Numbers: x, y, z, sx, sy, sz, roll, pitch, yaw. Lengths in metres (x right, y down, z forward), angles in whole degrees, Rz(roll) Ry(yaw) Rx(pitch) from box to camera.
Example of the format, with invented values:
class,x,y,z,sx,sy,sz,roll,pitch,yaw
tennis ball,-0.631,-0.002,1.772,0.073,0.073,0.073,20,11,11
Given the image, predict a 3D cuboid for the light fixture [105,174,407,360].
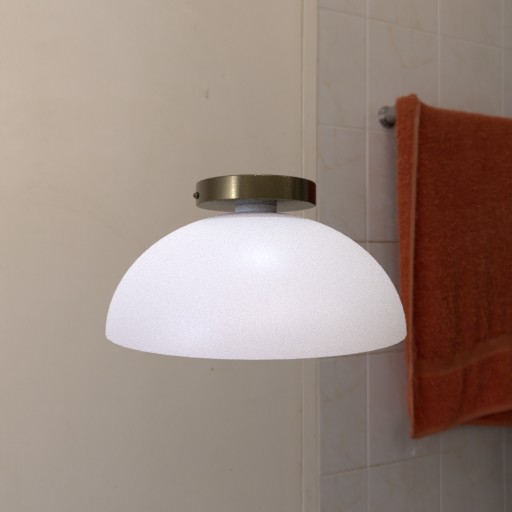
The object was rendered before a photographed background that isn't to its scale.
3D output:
class,x,y,z,sx,sy,sz,roll,pitch,yaw
light fixture,0.000,0.000,0.552,0.355,0.177,0.355,0,0,0
